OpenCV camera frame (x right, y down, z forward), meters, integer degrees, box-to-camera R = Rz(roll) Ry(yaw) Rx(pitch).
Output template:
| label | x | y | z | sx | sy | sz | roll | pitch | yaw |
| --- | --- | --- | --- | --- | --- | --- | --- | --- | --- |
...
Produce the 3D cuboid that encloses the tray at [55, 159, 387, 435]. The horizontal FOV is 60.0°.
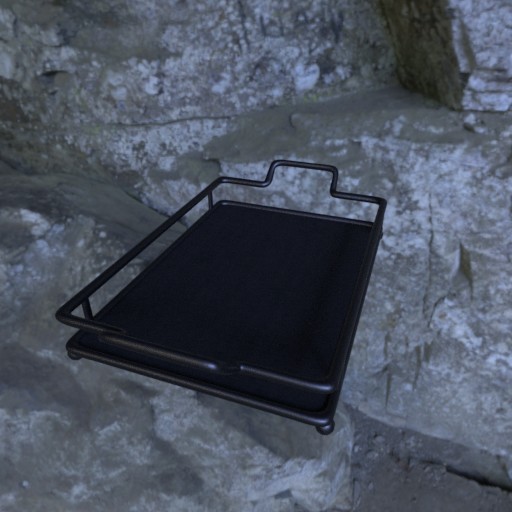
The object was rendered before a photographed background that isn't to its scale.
| label | x | y | z | sx | sy | sz | roll | pitch | yaw |
| --- | --- | --- | --- | --- | --- | --- | --- | --- | --- |
| tray | 0.000 | 0.000 | 0.587 | 0.297 | 0.101 | 0.495 | 11 | 33 | 17 |
